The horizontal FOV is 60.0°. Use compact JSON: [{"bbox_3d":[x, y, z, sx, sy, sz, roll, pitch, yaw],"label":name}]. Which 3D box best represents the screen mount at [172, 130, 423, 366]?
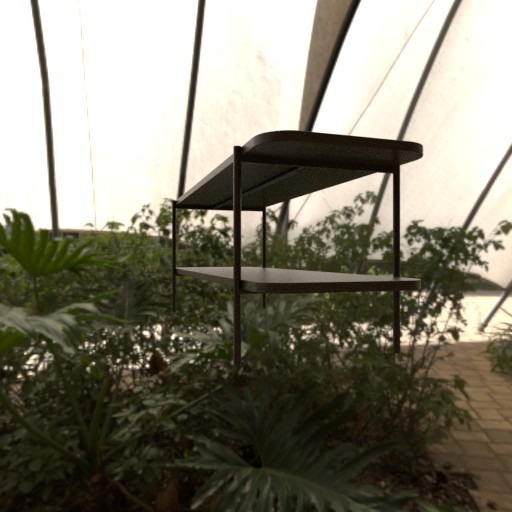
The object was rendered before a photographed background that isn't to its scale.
[{"bbox_3d":[0.000,0.000,1.397,0.400,0.447,1.200,0,0,-18],"label":"screen mount"}]
